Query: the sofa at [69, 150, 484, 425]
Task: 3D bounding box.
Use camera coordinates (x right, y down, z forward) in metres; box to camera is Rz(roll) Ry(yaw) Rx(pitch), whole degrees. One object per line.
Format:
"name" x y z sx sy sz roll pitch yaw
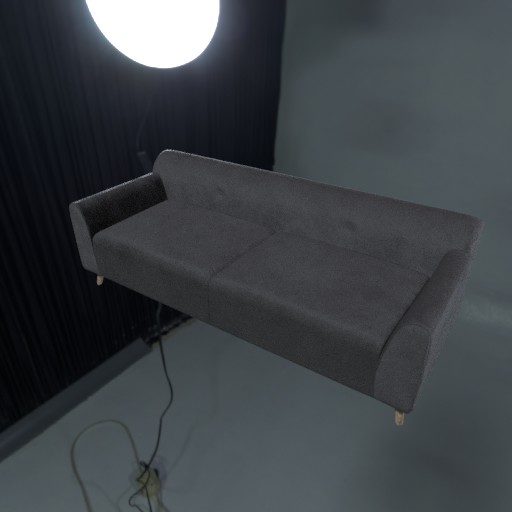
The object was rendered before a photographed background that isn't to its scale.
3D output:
"sofa" 0.000 0.000 2.604 2.190 0.740 0.900 18 34 29
